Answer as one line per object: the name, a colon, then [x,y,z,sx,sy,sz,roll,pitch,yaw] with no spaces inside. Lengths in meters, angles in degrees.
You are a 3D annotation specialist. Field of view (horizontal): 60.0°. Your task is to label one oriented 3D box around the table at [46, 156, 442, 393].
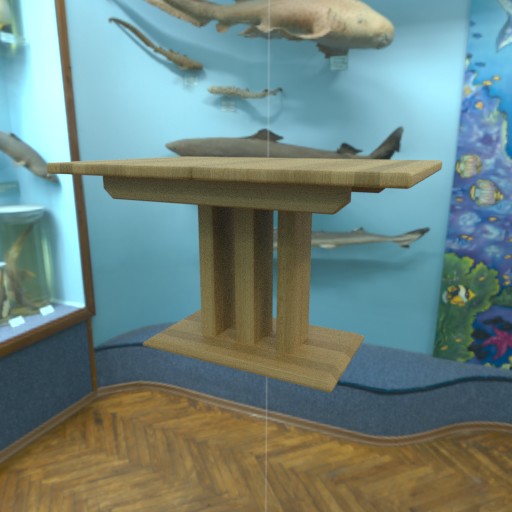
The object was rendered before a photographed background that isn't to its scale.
table: [0.000,0.000,1.845,1.300,0.770,0.900,7,16,26]
